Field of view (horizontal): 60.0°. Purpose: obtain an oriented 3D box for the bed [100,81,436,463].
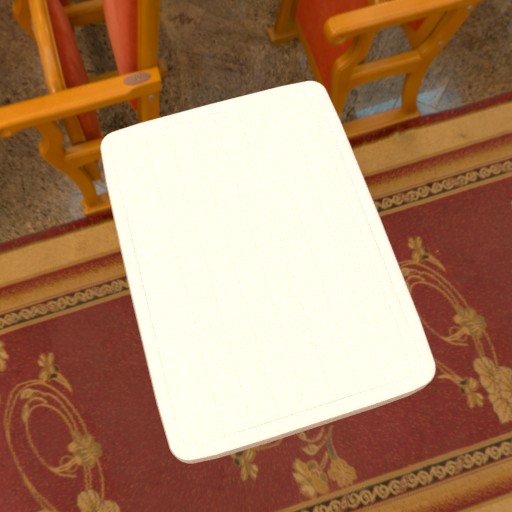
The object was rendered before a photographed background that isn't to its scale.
[{"bbox_3d":[0.000,0.000,2.676,1.520,0.460,2.036,-16,75,-4],"label":"bed"}]
